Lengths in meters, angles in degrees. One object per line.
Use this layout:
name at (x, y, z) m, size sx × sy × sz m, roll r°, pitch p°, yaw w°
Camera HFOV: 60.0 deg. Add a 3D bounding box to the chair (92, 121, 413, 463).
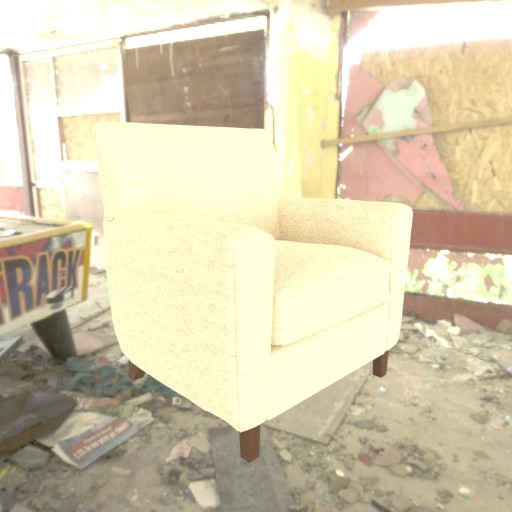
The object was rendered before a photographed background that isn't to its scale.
chair at (0.000, 0.000, 1.617) m, size 0.870 × 0.943 × 0.823 m, roll -12°, pitch 18°, yaw -42°
